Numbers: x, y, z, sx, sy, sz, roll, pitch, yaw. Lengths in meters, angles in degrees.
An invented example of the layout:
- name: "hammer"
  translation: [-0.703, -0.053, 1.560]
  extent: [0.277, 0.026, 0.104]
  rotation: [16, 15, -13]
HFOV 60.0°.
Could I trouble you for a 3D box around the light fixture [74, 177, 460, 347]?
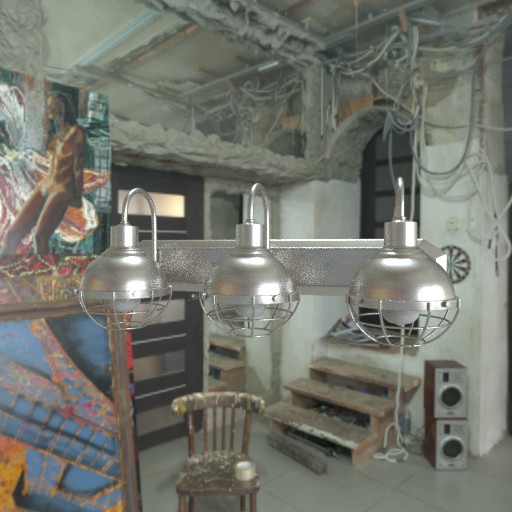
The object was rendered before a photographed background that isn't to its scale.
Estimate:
- name: "light fixture"
  translation: [0.000, 0.000, 0.763]
  extent: [0.634, 0.254, 0.229]
  rotation: [0, 1, 16]
